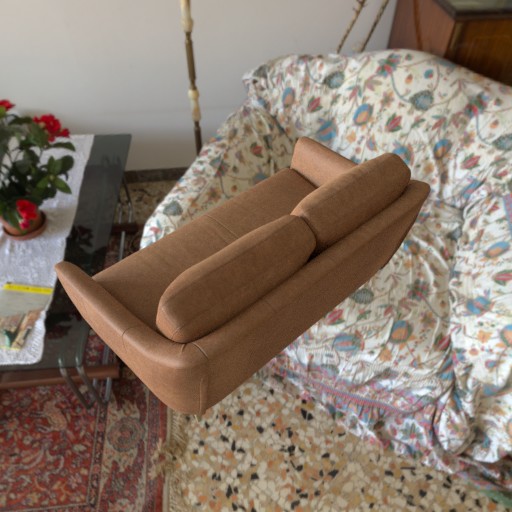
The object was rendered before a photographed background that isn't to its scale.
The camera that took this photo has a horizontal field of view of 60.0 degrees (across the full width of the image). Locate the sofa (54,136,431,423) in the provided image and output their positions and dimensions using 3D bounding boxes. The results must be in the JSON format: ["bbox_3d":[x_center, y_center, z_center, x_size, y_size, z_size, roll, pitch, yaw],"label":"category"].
[{"bbox_3d":[0.000,0.000,2.213,1.619,0.902,0.960,-33,56,-27],"label":"sofa"}]
